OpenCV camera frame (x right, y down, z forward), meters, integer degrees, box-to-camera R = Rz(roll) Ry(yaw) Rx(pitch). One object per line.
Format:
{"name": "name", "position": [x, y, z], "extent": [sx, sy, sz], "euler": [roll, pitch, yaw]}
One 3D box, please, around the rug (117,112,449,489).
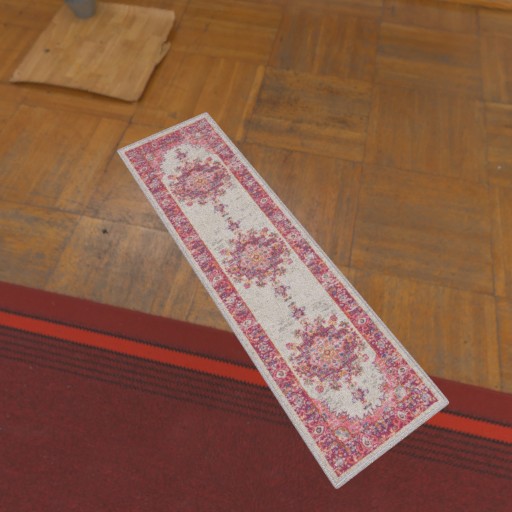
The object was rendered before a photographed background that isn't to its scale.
{"name": "rug", "position": [0.000, 0.000, 2.449], "extent": [0.666, 0.011, 2.294], "euler": [-29, 63, -16]}
